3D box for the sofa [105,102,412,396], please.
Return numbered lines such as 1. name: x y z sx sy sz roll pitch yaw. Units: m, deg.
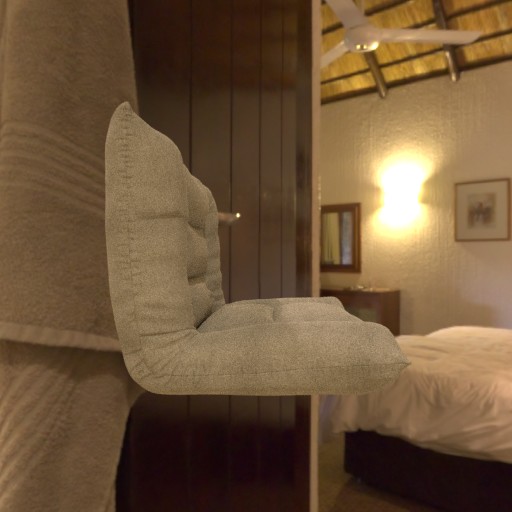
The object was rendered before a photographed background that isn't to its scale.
1. sofa: 0.000 0.000 1.711 0.847 0.795 1.144 0 -1 1
